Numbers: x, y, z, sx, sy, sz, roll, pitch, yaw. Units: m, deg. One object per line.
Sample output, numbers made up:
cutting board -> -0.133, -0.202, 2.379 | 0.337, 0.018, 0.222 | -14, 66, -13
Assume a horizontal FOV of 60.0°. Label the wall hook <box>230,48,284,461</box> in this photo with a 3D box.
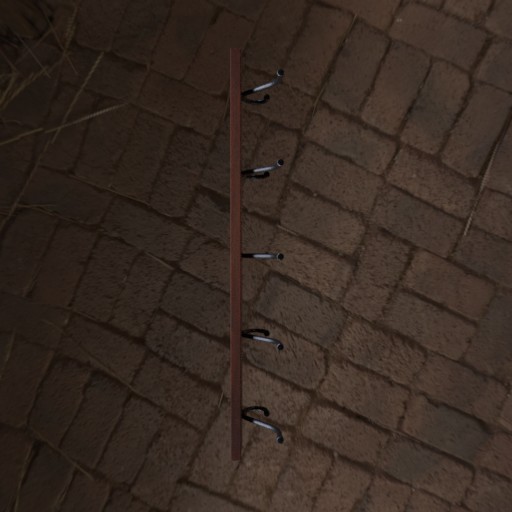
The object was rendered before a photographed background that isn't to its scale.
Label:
wall hook -> 0.000, 0.000, 0.616 | 0.071, 0.117, 0.571 | 0, 91, 0
